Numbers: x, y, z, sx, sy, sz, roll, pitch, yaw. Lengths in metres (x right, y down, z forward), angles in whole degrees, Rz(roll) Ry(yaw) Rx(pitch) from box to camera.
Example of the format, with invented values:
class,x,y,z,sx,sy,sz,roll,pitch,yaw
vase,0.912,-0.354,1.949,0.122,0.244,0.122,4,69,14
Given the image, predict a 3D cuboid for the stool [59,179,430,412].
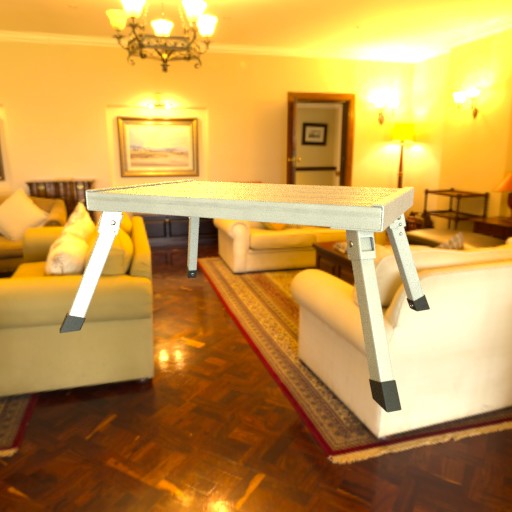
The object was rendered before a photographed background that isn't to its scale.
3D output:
class,x,y,z,sx,sy,sz,roll,pitch,yaw
stool,0.000,0.000,0.742,0.535,0.225,0.385,6,15,25
